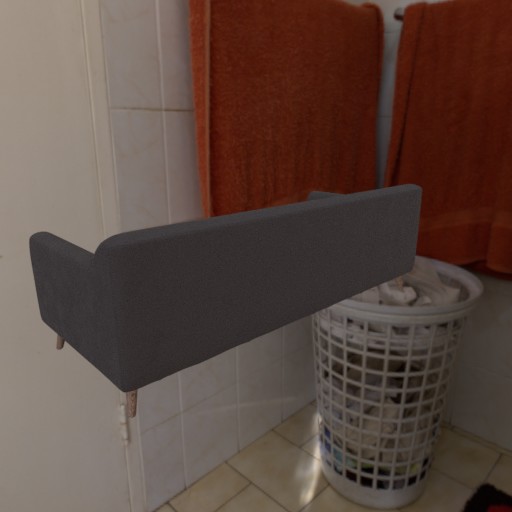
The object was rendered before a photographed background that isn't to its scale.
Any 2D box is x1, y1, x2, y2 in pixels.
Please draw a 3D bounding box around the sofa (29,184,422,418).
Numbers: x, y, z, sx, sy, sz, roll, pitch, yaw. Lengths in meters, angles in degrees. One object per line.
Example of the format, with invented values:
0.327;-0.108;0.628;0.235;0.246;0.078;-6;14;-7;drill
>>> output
0.000;0.000;2.598;2.190;0.740;0.900;-15;22;-41;sofa
